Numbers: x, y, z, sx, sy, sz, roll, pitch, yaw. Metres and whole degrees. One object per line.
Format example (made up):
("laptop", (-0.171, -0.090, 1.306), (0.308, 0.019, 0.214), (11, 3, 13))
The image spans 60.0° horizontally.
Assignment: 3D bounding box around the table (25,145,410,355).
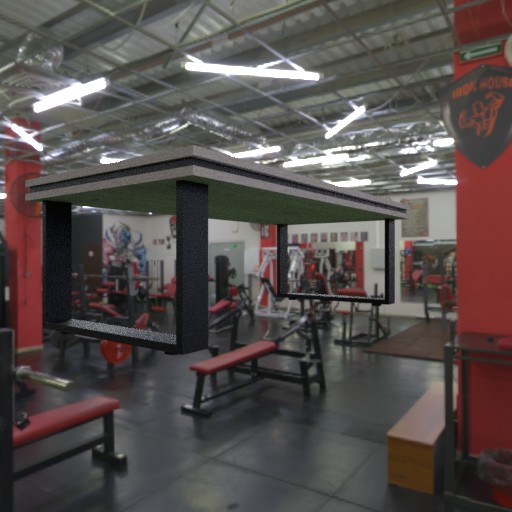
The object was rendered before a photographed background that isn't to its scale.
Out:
("table", (0.000, 0.000, 1.647), (0.700, 0.450, 1.350), (0, 0, 37))
